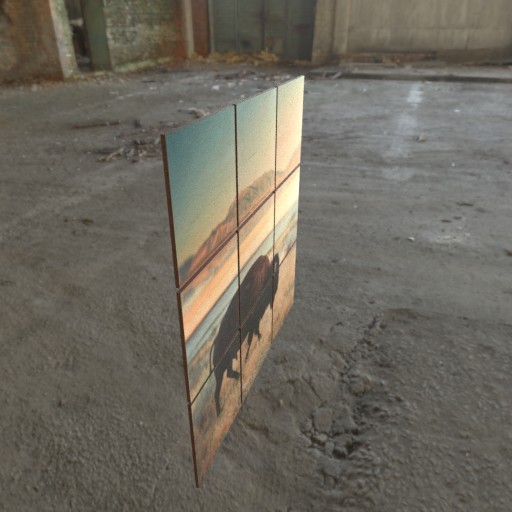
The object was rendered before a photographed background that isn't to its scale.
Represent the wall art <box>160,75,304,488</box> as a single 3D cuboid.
[{"bbox_3d":[0.000,0.000,1.763,0.019,1.218,1.221,10,30,17],"label":"wall art"}]
